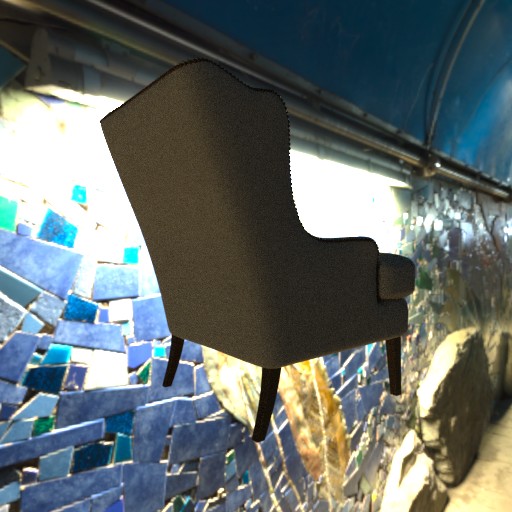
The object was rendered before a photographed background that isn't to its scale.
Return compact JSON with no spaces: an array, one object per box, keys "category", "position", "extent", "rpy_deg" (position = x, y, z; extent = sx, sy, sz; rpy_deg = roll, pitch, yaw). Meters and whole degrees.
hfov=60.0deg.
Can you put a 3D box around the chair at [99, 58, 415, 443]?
[{"category":"chair","position":[0.000,0.000,1.615],"extent":[0.940,1.029,0.737],"rpy_deg":[-1,2,-37]}]
